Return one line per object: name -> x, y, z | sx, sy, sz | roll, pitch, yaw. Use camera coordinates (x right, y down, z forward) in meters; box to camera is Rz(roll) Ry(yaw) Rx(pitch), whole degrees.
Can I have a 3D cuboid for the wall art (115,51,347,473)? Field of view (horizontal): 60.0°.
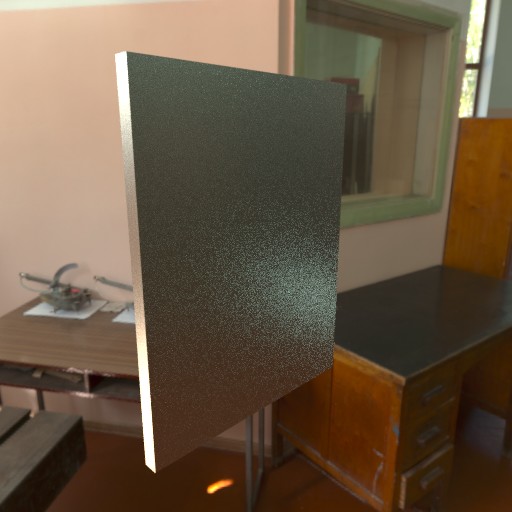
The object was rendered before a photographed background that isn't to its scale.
wall art -> 0.000, 0.000, 0.737 | 0.025, 0.569, 0.444 | 14, 21, 43
